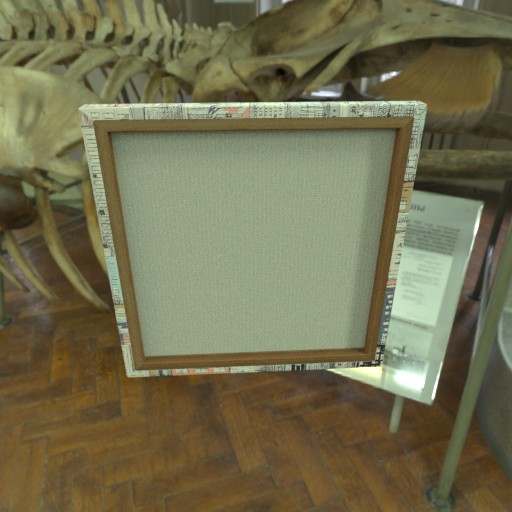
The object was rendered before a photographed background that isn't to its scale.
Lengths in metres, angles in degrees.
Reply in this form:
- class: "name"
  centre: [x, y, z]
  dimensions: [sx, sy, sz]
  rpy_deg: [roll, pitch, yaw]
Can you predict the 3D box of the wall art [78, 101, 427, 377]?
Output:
- class: "wall art"
  centre: [0.000, 0.000, 1.159]
  dimensions: [0.761, 0.762, 0.048]
  rpy_deg: [-2, 28, -3]
